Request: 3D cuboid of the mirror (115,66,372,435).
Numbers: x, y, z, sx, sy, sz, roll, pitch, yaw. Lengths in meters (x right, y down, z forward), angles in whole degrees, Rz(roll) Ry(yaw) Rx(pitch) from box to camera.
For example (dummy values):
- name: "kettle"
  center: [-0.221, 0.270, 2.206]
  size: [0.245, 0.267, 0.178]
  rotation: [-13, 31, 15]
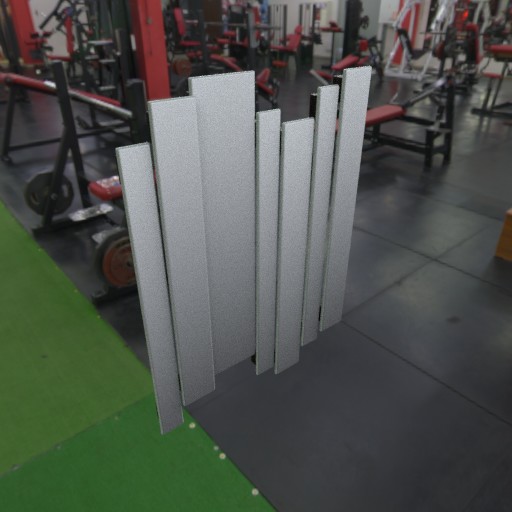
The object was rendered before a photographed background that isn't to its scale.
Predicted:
- name: "mirror"
  center: [0.000, 0.000, 0.786]
  size: [0.445, 0.611, 0.058]
  rotation: [-21, 36, -32]
